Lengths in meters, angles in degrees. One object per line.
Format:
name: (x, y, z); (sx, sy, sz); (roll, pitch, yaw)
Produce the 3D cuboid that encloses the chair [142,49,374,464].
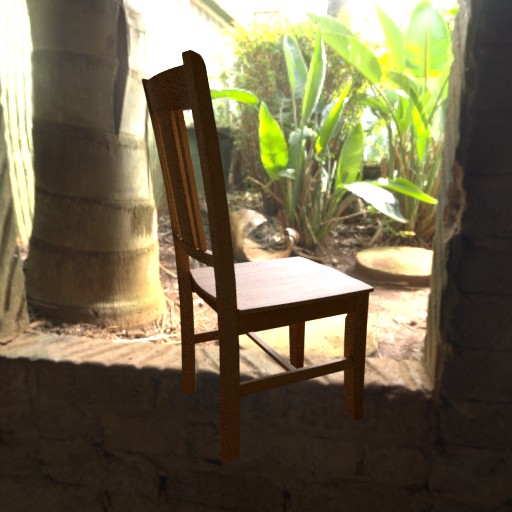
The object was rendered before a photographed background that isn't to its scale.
chair: (0.000, 0.000, 1.301); (0.556, 0.998, 0.450); (-6, 15, -25)
